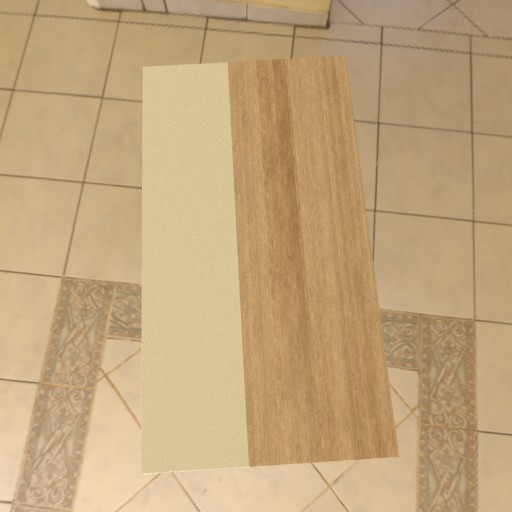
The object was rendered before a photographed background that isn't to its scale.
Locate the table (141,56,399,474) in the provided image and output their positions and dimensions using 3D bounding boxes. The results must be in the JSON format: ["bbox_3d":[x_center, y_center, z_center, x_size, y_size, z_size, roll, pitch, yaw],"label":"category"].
[{"bbox_3d":[0.000,0.000,1.337,0.600,0.350,1.100,-3,75,-1],"label":"table"}]
